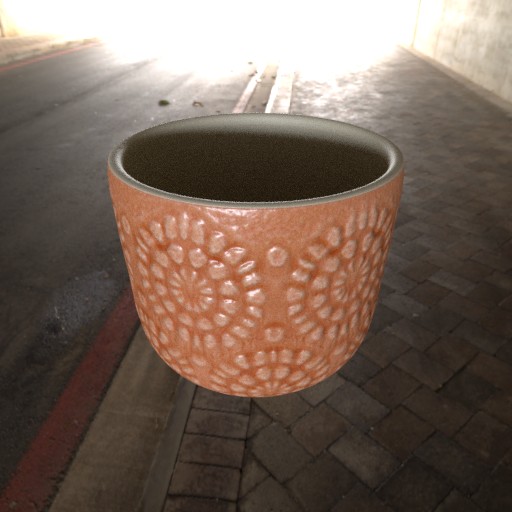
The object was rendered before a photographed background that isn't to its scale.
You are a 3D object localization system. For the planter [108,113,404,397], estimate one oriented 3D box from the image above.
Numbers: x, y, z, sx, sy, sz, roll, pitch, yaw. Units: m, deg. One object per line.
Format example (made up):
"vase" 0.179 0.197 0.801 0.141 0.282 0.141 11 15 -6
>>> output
"planter" 0.000 0.000 0.217 0.124 0.109 0.124 0 31 0
